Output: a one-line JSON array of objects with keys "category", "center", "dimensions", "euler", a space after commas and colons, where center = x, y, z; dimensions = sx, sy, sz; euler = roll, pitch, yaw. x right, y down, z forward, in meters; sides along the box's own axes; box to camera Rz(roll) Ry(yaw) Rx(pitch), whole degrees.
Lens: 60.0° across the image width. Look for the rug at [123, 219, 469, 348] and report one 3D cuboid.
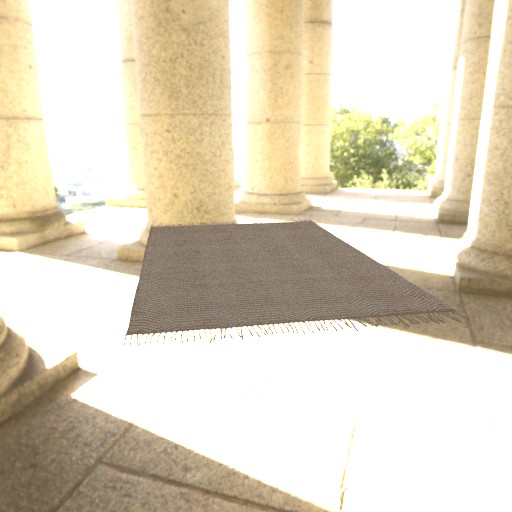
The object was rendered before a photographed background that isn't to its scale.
[{"category": "rug", "center": [0.000, 0.000, 3.065], "dimensions": [1.528, 0.034, 2.523], "euler": [-3, 16, -10]}]
